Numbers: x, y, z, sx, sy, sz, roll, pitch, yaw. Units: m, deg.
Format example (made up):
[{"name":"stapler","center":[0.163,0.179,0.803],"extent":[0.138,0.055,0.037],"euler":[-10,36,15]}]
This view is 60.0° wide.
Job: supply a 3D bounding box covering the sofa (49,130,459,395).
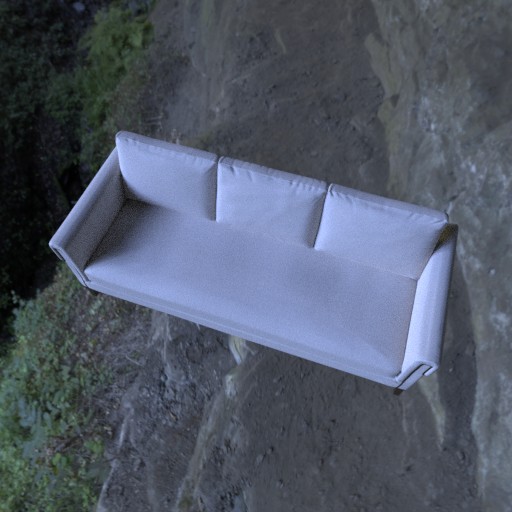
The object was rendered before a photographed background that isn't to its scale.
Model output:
[{"name":"sofa","center":[0.000,0.000,2.712],"extent":[2.198,0.911,0.902],"euler":[16,60,10]}]
